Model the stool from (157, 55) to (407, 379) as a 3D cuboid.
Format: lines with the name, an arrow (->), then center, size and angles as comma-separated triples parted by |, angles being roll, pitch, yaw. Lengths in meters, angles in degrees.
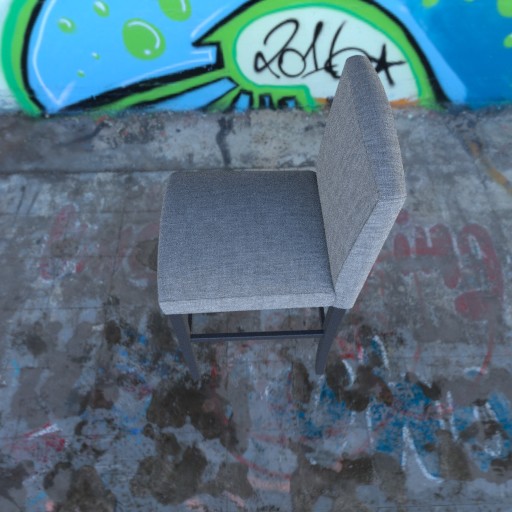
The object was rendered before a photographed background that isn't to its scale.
stool -> 0.000, 0.000, 1.379 | 0.552, 1.138, 0.451 | -2, 58, -1
